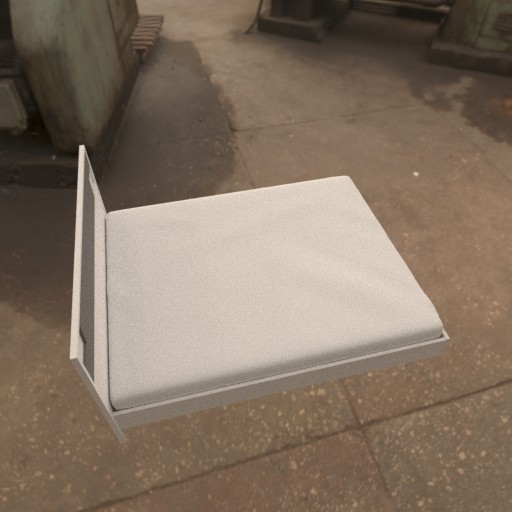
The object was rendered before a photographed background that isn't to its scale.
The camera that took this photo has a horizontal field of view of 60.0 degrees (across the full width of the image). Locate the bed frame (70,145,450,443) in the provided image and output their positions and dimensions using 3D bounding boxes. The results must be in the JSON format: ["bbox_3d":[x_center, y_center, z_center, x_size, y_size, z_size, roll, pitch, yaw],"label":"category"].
[{"bbox_3d":[0.000,0.000,3.044,2.100,1.001,1.711,-10,48,-9],"label":"bed frame"}]
